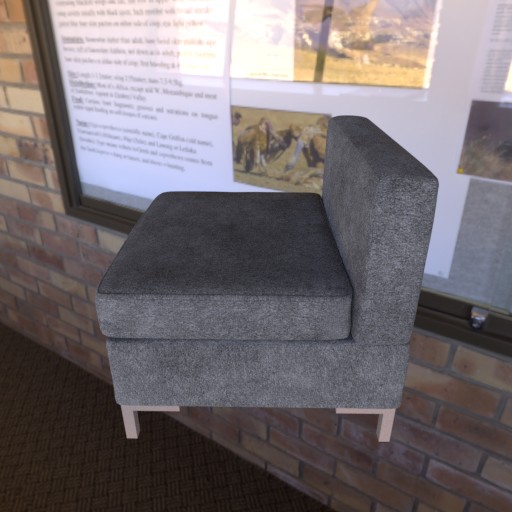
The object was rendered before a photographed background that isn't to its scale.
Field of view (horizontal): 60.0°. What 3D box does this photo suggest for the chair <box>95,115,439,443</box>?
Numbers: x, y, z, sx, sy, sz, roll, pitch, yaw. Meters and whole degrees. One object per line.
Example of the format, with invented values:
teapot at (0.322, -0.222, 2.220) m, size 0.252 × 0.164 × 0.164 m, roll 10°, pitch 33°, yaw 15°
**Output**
chair at (0.000, 0.000, 1.205) m, size 0.680 × 0.660 × 0.680 m, roll 0°, pitch 27°, yaw 1°
